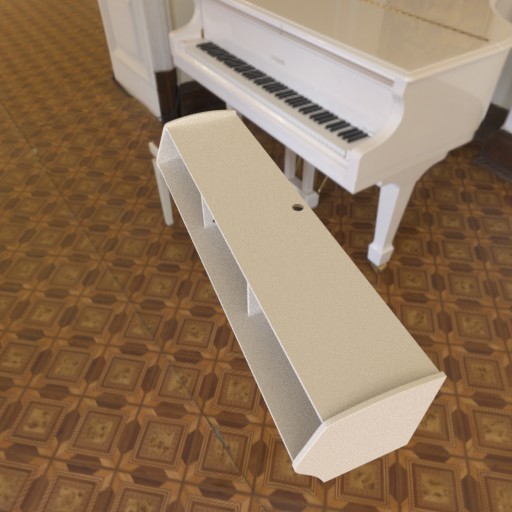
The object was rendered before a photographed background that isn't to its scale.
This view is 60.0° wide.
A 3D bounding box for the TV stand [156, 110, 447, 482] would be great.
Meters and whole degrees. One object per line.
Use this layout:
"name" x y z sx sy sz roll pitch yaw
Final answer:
"TV stand" 0.000 0.000 1.638 0.397 0.424 1.473 -16 47 -16
